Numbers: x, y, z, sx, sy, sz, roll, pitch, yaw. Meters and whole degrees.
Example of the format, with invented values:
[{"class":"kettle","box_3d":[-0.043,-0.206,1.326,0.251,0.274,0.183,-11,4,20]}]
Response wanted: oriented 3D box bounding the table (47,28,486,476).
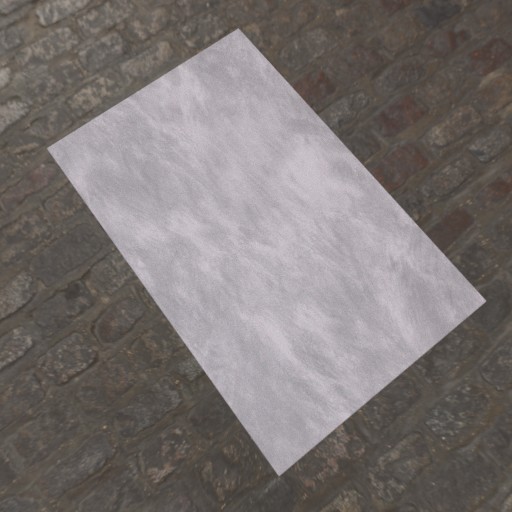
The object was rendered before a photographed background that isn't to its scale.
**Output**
[{"class":"table","box_3d":[0.000,0.000,1.588,0.700,0.734,1.100,-36,78,-9]}]
